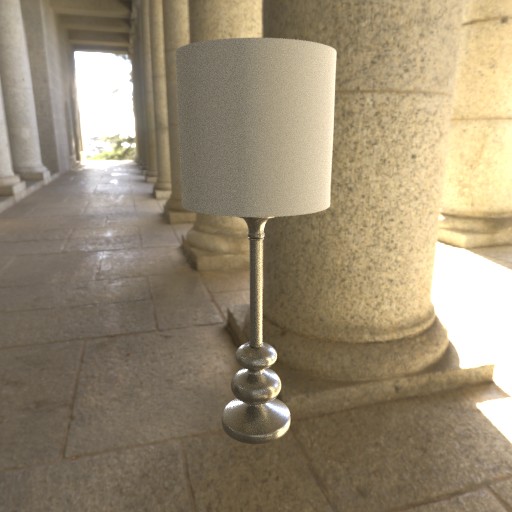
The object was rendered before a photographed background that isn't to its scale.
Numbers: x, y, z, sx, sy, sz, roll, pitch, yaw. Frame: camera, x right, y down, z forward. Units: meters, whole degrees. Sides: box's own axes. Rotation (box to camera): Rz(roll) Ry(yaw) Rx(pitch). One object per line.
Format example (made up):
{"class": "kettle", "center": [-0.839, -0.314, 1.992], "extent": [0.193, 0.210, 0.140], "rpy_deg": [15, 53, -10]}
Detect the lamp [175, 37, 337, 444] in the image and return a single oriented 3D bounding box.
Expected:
{"class": "lamp", "center": [0.000, 0.000, 0.794], "extent": [0.254, 0.690, 0.254], "rpy_deg": [15, 21, 43]}
